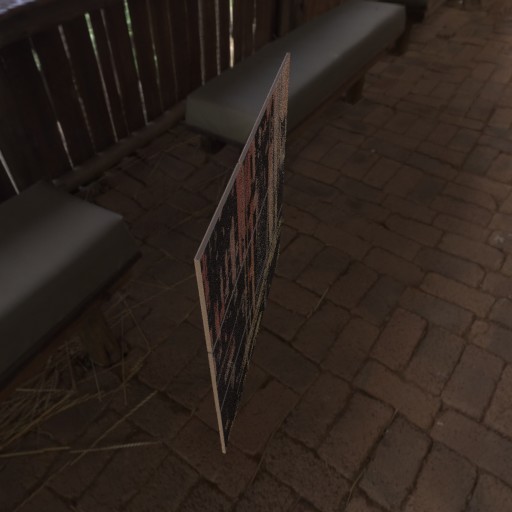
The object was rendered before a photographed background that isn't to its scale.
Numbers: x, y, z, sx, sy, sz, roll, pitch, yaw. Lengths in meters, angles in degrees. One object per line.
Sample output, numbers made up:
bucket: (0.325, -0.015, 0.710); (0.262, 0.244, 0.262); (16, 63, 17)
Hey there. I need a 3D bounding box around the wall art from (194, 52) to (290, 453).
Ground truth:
wall art: (0.000, 0.000, 2.350); (0.017, 1.521, 1.527); (9, 47, 9)
